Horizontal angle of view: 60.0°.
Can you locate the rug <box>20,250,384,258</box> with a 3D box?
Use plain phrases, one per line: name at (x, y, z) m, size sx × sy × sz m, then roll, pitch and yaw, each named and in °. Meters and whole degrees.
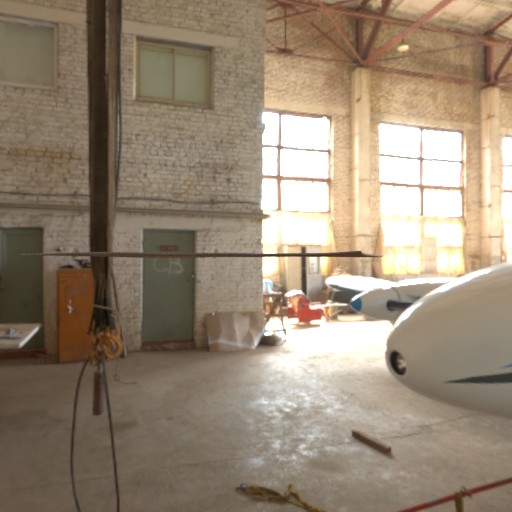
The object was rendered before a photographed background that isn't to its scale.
rug at (0.000, 0.000, 2.293) m, size 1.220 × 0.017 × 1.835 m, roll 0°, pitch 0°, yaw 18°
